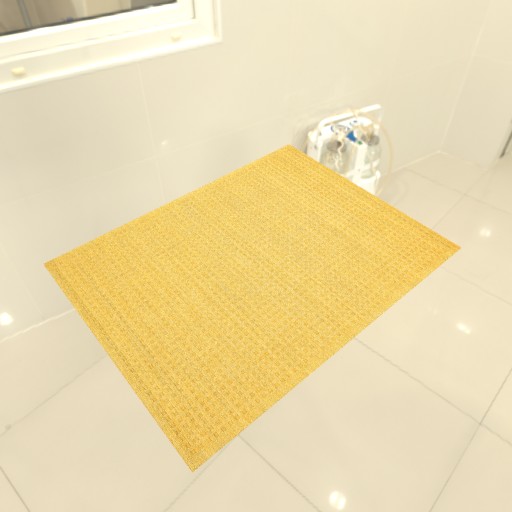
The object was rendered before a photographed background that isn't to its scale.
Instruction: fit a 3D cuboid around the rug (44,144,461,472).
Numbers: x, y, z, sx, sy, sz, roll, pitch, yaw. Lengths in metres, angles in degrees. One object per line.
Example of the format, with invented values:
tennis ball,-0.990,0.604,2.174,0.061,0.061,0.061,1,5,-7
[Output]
rug,0.000,0.000,4.331,3.242,0.015,2.486,-32,54,-27
